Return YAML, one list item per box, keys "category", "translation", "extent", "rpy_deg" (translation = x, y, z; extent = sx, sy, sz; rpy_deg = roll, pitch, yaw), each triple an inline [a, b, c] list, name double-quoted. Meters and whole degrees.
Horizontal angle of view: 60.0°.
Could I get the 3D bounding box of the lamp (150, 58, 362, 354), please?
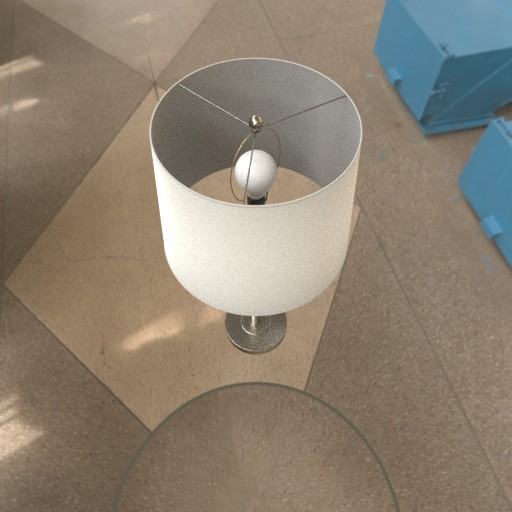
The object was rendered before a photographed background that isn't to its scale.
- category: "lamp"
  translation: [0.000, 0.000, 0.877]
  extent: [0.333, 0.696, 0.333]
  rpy_deg: [0, 58, 0]
